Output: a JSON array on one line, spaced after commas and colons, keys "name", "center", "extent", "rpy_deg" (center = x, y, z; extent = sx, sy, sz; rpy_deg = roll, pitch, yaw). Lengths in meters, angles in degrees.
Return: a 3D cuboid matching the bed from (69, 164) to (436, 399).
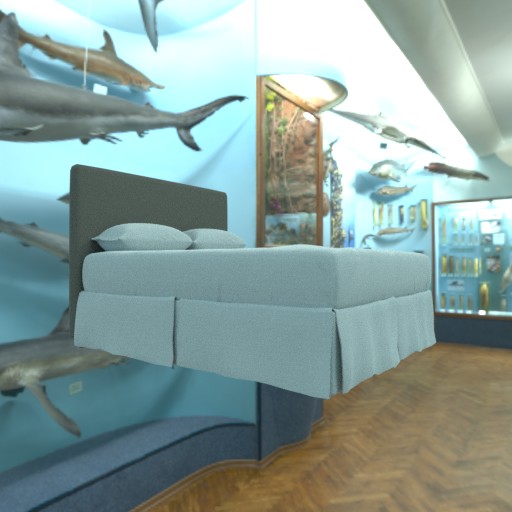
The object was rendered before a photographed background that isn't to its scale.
[{"name": "bed", "center": [0.000, 0.000, 3.230], "extent": [2.142, 1.330, 1.748], "rpy_deg": [0, -1, 36]}]
